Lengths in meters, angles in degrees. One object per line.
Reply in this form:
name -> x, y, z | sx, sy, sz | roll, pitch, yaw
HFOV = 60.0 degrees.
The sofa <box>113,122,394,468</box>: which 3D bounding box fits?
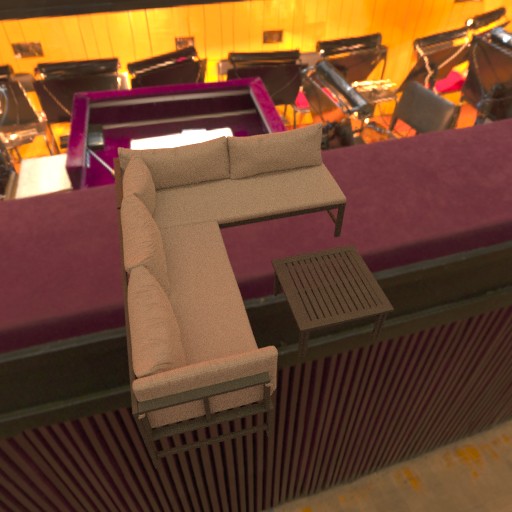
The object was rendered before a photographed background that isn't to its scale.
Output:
sofa -> 0.000, 0.000, 2.942 | 1.658, 0.758, 2.096 | -11, 46, -11
